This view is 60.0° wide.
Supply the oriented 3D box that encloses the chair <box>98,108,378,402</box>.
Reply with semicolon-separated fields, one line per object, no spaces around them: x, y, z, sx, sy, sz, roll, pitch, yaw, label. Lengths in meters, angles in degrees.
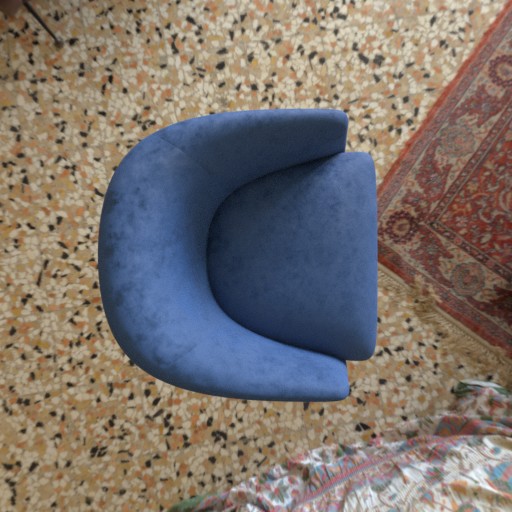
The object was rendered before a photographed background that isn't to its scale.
0.000;0.000;1.391;0.767;0.698;0.773;0;89;0;chair
